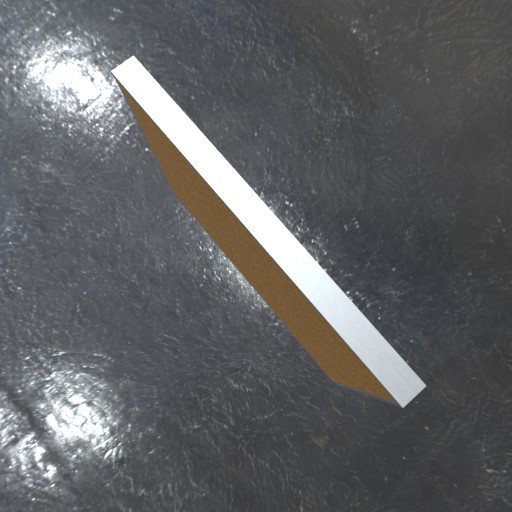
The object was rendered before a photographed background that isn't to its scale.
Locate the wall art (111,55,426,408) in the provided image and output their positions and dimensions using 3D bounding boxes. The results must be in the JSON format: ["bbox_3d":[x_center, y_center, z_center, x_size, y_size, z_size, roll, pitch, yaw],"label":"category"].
[{"bbox_3d":[0.000,0.000,0.766,0.037,0.450,0.557,-39,80,-8],"label":"wall art"}]
